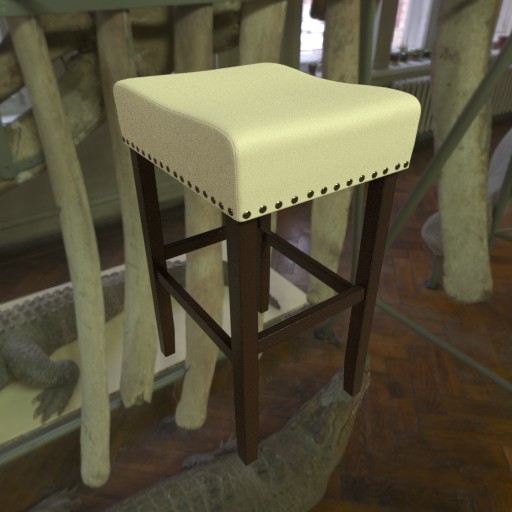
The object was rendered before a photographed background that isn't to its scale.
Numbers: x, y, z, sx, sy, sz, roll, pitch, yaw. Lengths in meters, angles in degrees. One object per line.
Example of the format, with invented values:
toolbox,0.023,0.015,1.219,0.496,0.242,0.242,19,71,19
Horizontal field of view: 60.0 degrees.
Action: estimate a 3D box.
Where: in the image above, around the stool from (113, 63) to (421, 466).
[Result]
stool,0.000,0.000,1.037,0.401,0.762,0.471,-21,38,-29
